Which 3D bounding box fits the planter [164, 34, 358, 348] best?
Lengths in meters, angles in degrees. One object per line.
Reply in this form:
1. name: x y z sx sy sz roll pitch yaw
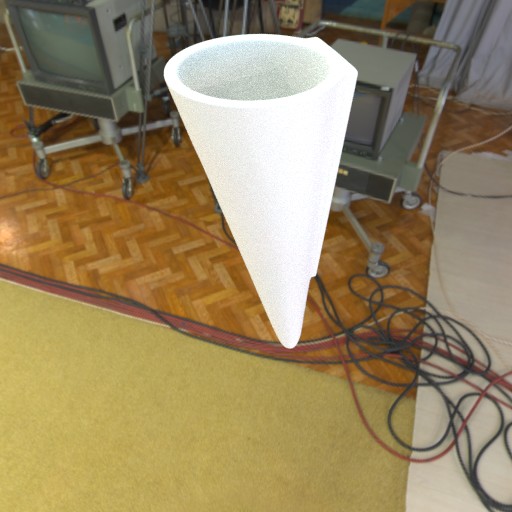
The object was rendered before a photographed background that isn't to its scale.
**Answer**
1. planter: 0.000 0.000 0.224 0.064 0.193 0.057 -15 48 -14
